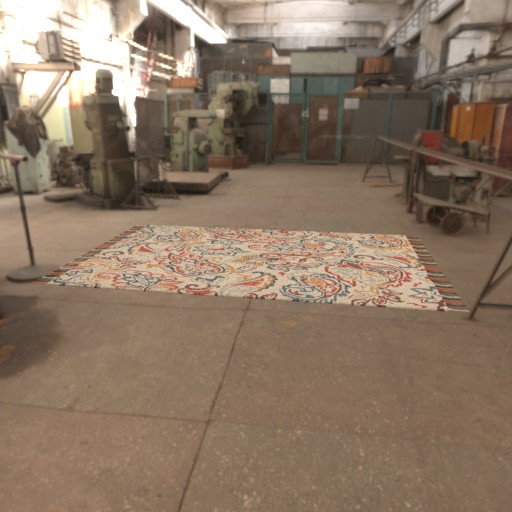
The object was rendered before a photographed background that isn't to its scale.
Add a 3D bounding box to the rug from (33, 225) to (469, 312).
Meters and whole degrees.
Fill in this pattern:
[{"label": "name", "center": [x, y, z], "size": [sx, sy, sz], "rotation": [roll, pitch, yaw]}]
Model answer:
[{"label": "rug", "center": [0.000, 0.000, 2.549], "size": [1.997, 0.010, 1.218], "rotation": [3, 18, 9]}]
